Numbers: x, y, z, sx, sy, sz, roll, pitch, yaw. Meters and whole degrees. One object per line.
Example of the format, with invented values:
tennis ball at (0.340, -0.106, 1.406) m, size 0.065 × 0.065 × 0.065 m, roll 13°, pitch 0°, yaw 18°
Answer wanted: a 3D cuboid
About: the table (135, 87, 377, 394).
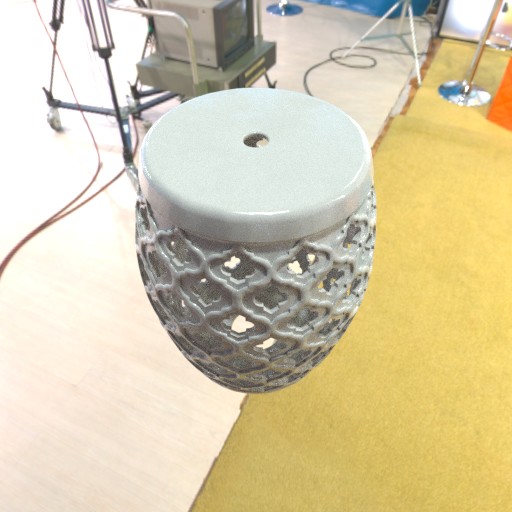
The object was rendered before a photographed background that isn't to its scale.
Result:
table at (0.000, 0.000, 0.643) m, size 0.325 × 0.388 × 0.325 m, roll 0°, pitch 47°, yaw 0°
